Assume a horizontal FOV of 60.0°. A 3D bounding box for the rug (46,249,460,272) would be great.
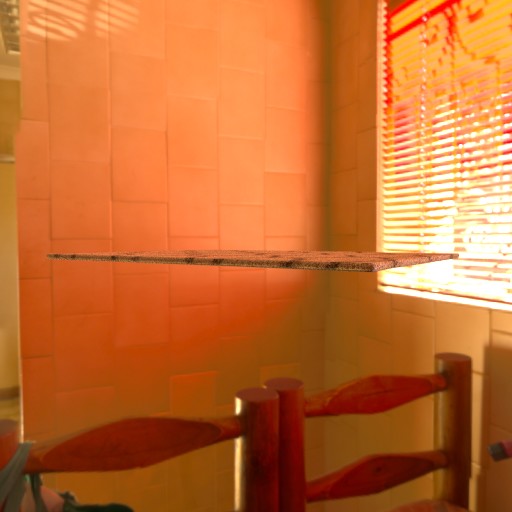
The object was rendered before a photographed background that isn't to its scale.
[{"bbox_3d":[0.000,0.000,2.130,1.600,0.025,1.200,1,2,35],"label":"rug"}]
